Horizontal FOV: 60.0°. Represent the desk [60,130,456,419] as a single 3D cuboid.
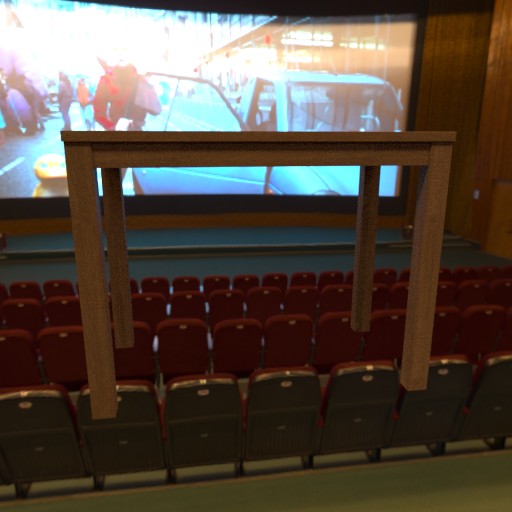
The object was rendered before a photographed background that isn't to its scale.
[{"bbox_3d":[0.000,0.000,1.425,0.991,0.762,0.495,-2,15,-9],"label":"desk"}]
